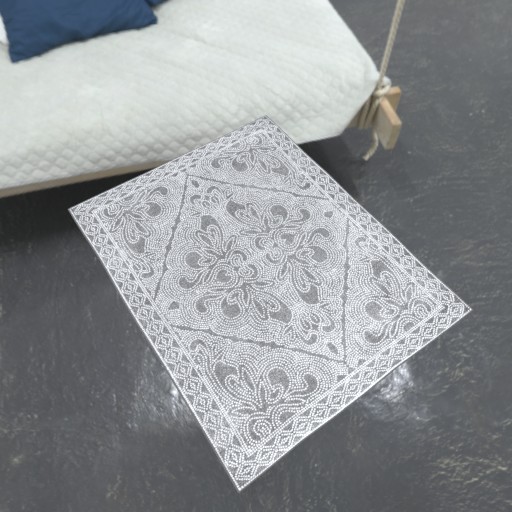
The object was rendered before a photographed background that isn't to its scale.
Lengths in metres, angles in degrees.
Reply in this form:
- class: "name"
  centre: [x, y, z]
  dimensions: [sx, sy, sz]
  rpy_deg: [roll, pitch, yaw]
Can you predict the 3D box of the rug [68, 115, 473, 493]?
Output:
- class: "rug"
  centre: [0.000, 0.000, 4.076]
  dimensions: [2.438, 0.012, 3.048]
  rpy_deg: [-30, 62, -18]
